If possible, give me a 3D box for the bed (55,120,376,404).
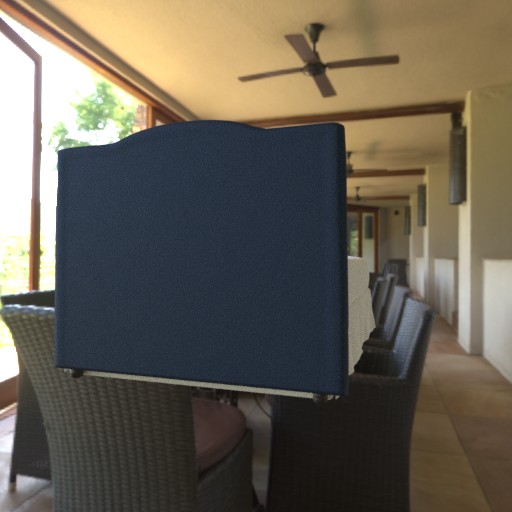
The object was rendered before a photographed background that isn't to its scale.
[{"bbox_3d":[0.000,0.000,3.534,1.741,1.441,2.507,0,0,19],"label":"bed"}]
